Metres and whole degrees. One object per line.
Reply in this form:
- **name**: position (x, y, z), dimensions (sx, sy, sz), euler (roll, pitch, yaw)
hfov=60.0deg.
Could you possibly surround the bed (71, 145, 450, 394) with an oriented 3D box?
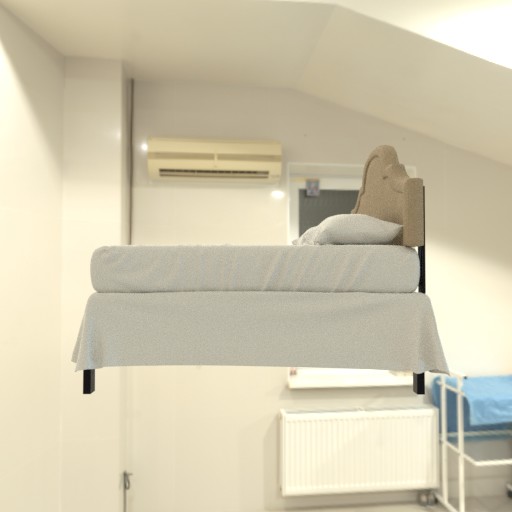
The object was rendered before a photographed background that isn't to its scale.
- **bed**: position (0.000, 0.000, 3.347), dimensions (2.222, 1.634, 1.780), euler (0, -1, 0)
